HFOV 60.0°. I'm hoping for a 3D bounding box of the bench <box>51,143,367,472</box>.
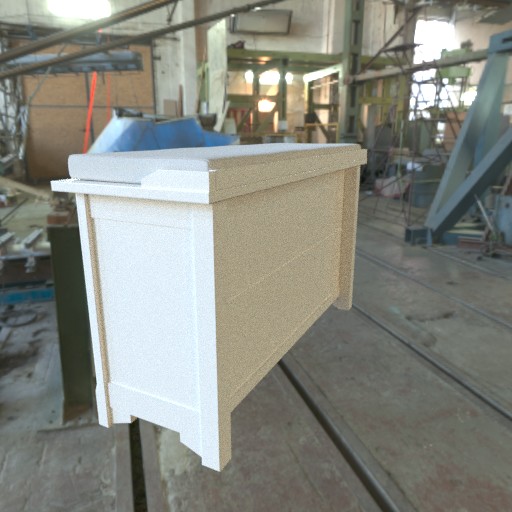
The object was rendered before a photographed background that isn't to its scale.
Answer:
[{"bbox_3d":[0.000,0.000,1.232,0.346,0.589,0.987,8,18,26],"label":"bench"}]
